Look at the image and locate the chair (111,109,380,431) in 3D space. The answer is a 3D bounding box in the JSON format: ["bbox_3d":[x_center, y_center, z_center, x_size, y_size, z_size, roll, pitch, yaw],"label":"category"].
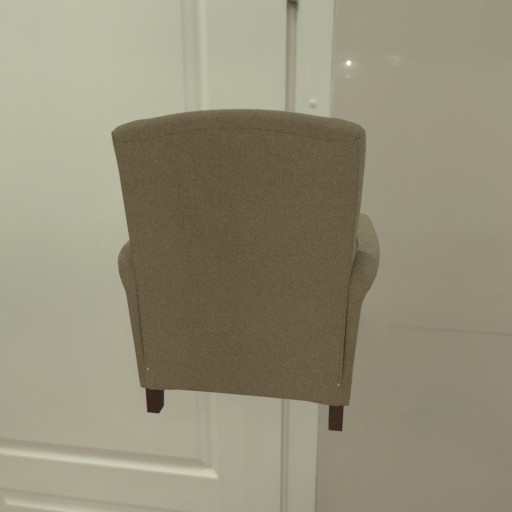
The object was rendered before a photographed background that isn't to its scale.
[{"bbox_3d":[0.000,0.000,1.778,0.978,1.061,0.905,2,14,9],"label":"chair"}]
